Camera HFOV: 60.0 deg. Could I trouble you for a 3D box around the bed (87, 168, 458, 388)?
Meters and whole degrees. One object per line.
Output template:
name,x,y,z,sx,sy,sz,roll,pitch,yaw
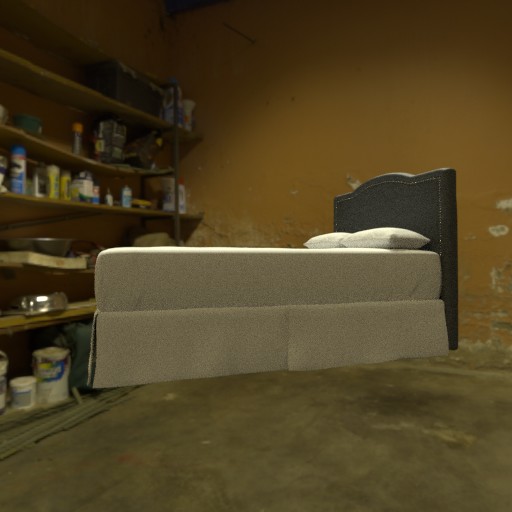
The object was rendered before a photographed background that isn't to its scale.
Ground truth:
bed,0.000,0.000,3.568,2.507,1.441,1.747,0,0,-18
